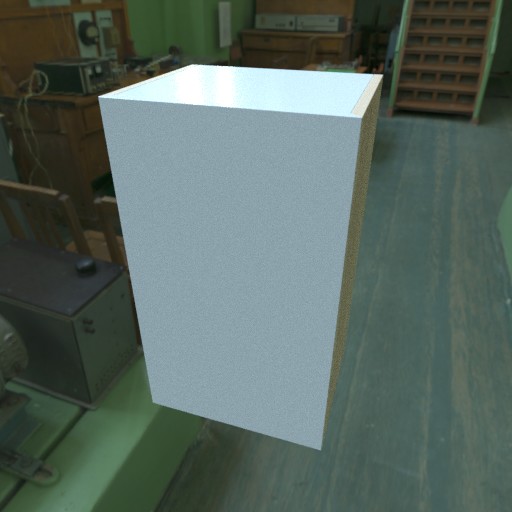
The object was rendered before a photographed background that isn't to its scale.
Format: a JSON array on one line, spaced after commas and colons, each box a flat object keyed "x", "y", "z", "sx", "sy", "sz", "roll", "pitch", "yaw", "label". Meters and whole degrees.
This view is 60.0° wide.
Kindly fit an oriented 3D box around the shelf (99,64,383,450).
[{"x": 0.000, "y": 0.000, "z": 0.818, "sx": 0.350, "sy": 0.600, "sz": 0.290, "roll": 10, "pitch": 33, "yaw": 16, "label": "shelf"}]
